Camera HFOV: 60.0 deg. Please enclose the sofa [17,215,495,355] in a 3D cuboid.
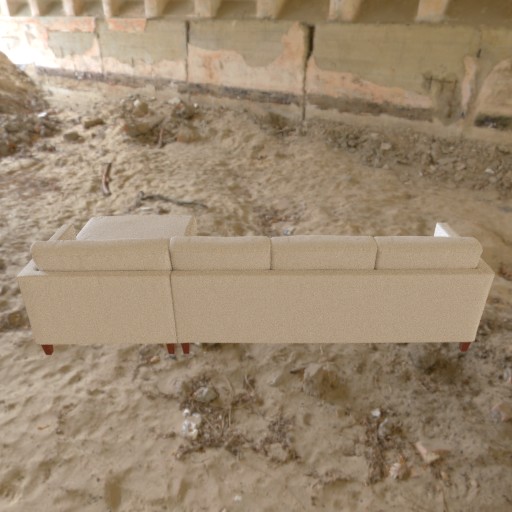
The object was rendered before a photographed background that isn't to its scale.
[{"bbox_3d":[0.000,0.000,3.989,3.471,0.954,1.606,0,29,-1],"label":"sofa"}]
